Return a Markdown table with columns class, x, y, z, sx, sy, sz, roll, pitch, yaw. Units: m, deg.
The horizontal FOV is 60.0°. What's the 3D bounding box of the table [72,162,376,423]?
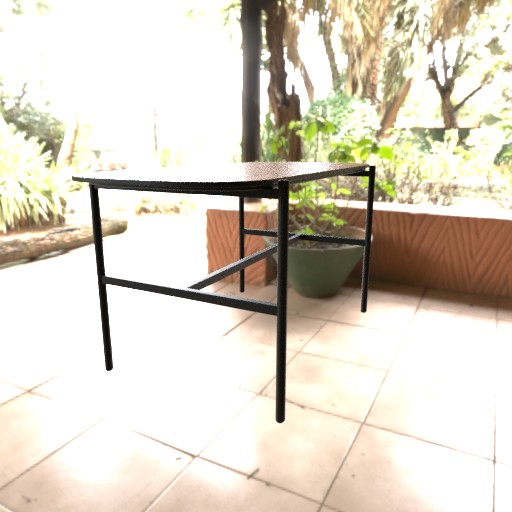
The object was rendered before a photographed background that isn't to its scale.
| class | x | y | z | sx | sy | sz | roll | pitch | yaw |
| --- | --- | --- | --- | --- | --- | --- | --- | --- | --- |
| table | 0.000 | 0.000 | 1.024 | 0.400 | 0.400 | 0.800 | 7 | 16 | 26 |
